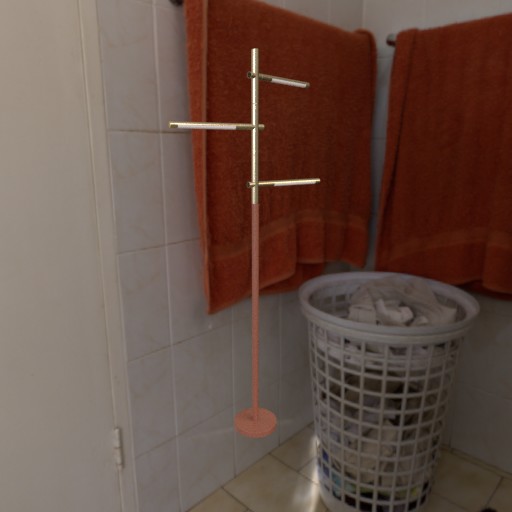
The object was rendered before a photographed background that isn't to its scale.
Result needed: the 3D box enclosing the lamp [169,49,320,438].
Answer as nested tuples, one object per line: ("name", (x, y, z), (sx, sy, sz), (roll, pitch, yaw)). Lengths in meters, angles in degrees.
("lamp", (0.000, 0.000, 1.980), (0.737, 1.704, 0.209), (-13, 19, -42))
